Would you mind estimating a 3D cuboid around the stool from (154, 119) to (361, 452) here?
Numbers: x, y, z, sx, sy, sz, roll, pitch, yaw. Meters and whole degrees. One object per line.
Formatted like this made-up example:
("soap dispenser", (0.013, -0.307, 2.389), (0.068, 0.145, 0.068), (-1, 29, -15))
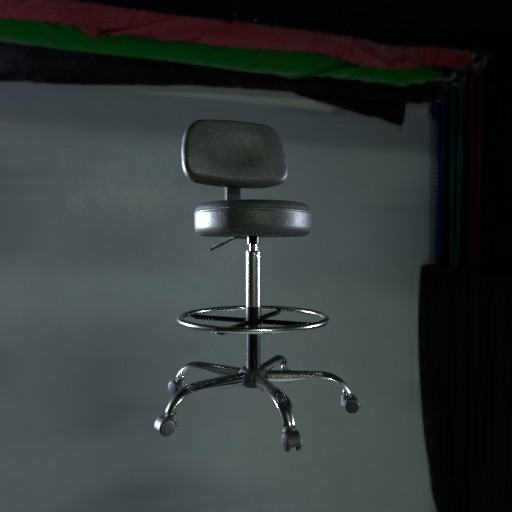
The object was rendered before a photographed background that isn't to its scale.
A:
("stool", (0.000, 0.000, 1.505), (0.694, 1.069, 0.658), (0, 1, -19))
